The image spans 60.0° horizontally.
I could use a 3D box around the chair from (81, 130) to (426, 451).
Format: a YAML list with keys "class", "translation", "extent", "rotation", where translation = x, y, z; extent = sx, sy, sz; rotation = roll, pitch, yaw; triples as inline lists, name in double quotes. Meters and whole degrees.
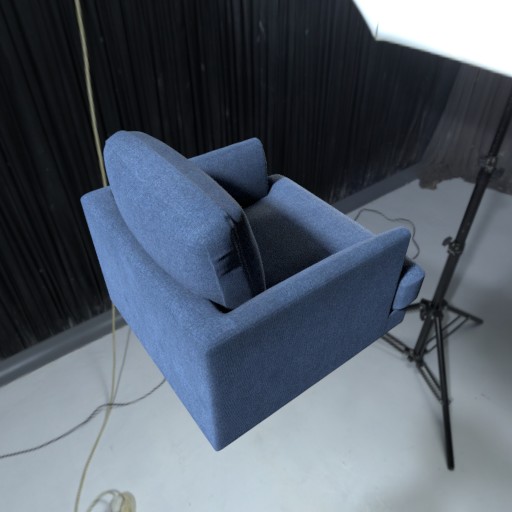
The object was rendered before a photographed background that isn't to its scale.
- class: "chair"
  translation: [0.000, 0.000, 1.605]
  extent: [0.899, 0.957, 0.858]
  rotation: [-26, 47, -27]
